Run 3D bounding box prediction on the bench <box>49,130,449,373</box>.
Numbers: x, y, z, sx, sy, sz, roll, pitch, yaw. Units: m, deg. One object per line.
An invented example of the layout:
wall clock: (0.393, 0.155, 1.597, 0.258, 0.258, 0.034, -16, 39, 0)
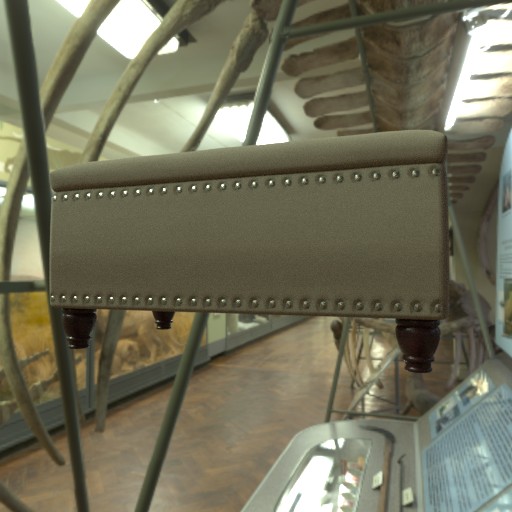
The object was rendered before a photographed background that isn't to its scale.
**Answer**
bench: (0.000, 0.000, 1.142, 0.887, 0.449, 0.500, -1, -2, 19)
